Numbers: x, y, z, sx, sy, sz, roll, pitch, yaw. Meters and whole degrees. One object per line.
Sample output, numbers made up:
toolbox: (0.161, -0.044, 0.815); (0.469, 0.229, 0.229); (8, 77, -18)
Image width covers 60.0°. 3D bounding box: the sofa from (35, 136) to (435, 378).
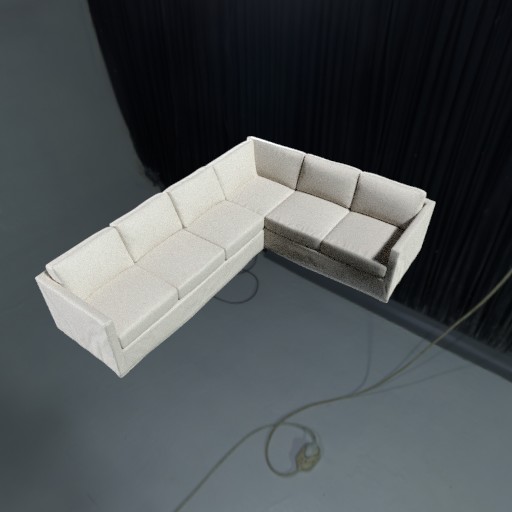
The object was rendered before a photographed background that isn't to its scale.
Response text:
sofa: (0.000, 0.000, 4.405); (2.432, 0.871, 3.182); (25, 47, 26)
